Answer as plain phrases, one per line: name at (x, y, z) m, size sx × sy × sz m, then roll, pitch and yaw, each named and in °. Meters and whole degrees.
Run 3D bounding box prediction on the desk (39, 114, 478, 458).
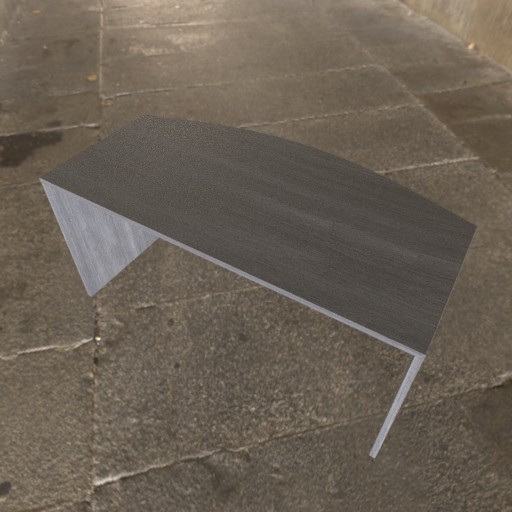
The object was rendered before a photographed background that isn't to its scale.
desk at (0.000, 0.000, 2.028) m, size 1.600 × 0.750 × 0.802 m, roll 24°, pitch 50°, yaw 22°
